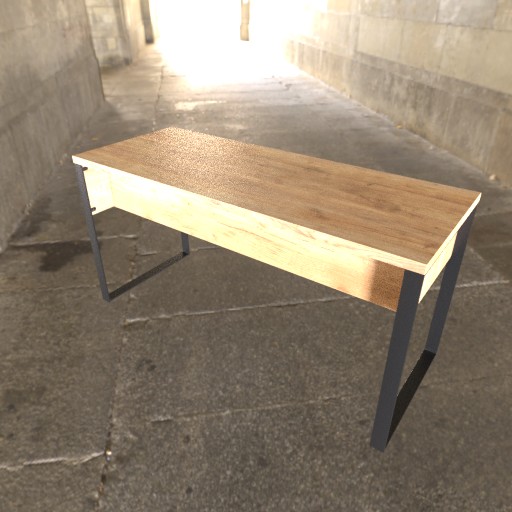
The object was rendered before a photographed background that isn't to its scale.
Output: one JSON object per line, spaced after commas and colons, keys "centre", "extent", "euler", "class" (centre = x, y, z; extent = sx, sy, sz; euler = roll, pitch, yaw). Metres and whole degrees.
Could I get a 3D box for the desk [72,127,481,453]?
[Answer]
{"centre": [0.000, 0.000, 1.923], "extent": [1.520, 0.760, 0.600], "euler": [20, 36, 30], "class": "desk"}
